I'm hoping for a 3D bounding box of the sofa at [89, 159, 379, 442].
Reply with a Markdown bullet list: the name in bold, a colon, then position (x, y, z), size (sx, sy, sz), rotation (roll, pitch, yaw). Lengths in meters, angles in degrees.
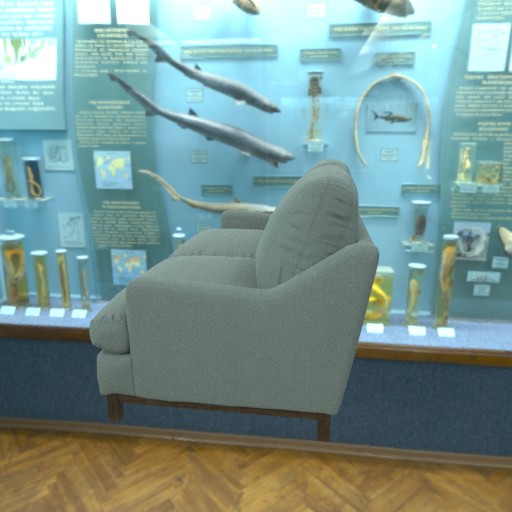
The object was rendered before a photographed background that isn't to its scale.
- **sofa**: position (0.000, 0.000, 2.206), size (0.987, 0.921, 1.589), rotation (2, 15, 8)
